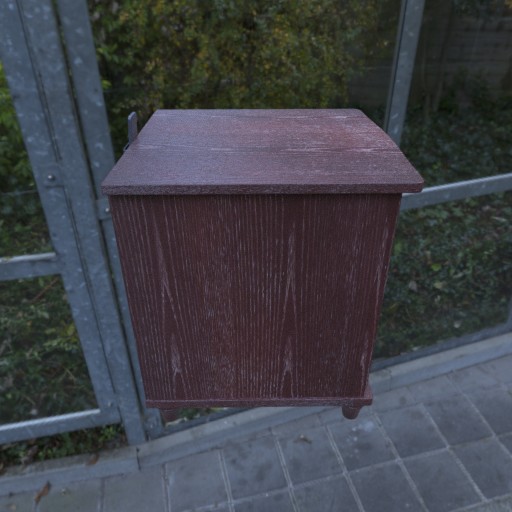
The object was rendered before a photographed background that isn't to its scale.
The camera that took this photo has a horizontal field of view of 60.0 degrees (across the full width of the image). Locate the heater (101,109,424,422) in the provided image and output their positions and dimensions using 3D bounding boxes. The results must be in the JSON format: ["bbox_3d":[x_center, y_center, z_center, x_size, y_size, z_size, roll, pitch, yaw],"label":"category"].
[{"bbox_3d":[0.000,0.000,0.765,0.400,0.481,0.362,0,31,-1],"label":"heater"}]
